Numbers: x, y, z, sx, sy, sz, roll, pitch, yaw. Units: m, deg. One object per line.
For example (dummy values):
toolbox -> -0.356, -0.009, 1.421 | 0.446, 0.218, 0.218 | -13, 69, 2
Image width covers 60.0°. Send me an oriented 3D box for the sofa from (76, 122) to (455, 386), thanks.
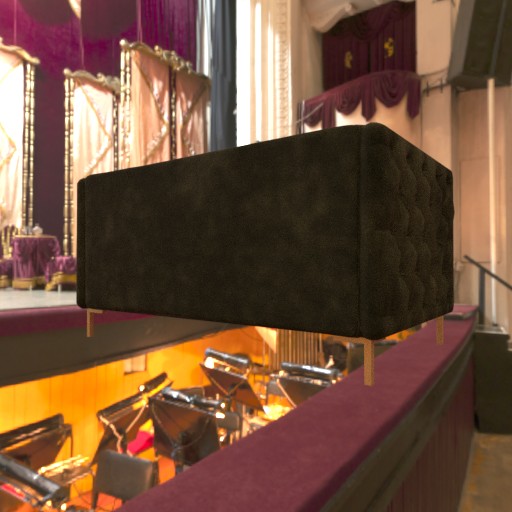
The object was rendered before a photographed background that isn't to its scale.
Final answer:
sofa -> 0.000, 0.000, 2.029 | 1.537, 0.768, 0.895 | -1, -1, 36
